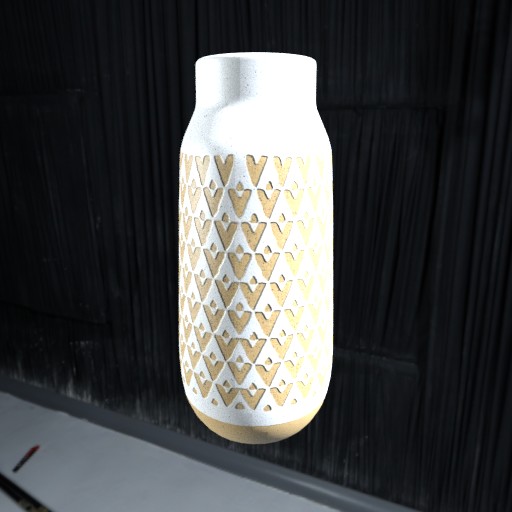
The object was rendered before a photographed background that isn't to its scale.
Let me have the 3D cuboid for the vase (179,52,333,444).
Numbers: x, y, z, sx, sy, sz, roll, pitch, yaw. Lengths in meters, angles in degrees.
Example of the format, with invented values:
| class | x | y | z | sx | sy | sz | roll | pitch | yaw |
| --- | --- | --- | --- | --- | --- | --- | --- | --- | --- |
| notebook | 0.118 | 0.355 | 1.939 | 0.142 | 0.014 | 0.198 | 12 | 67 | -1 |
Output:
| class | x | y | z | sx | sy | sz | roll | pitch | yaw |
| --- | --- | --- | --- | --- | --- | --- | --- | --- | --- |
| vase | 0.000 | 0.000 | 0.378 | 0.137 | 0.307 | 0.137 | 0 | 17 | 0 |
